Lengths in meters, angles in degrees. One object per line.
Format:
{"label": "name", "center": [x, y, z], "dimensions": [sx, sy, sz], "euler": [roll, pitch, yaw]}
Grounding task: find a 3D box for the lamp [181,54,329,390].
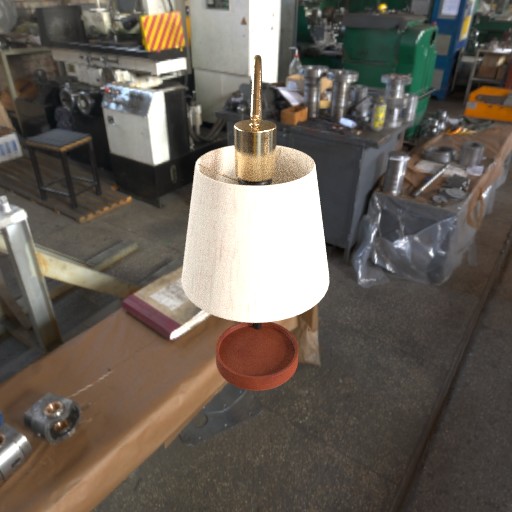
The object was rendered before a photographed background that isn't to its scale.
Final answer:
{"label": "lamp", "center": [0.000, 0.000, 0.659], "dimensions": [0.211, 0.536, 0.273], "euler": [1, 32, 1]}
